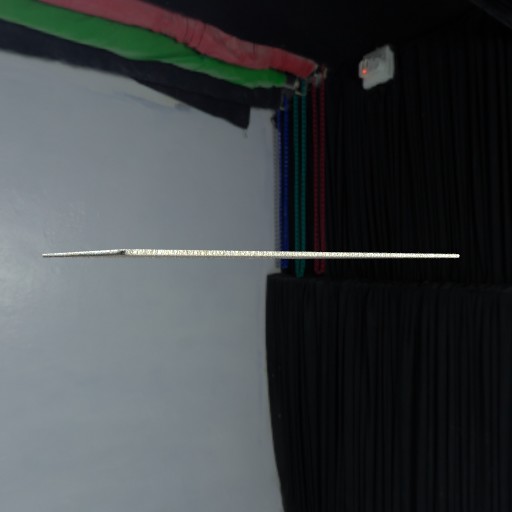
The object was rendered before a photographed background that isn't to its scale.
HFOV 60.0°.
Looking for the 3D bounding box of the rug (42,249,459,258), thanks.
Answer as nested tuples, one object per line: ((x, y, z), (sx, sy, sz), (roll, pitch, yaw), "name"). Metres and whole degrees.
((0.000, 0.000, 3.410), (2.698, 0.025, 1.798), (0, -1, -36), "rug")
